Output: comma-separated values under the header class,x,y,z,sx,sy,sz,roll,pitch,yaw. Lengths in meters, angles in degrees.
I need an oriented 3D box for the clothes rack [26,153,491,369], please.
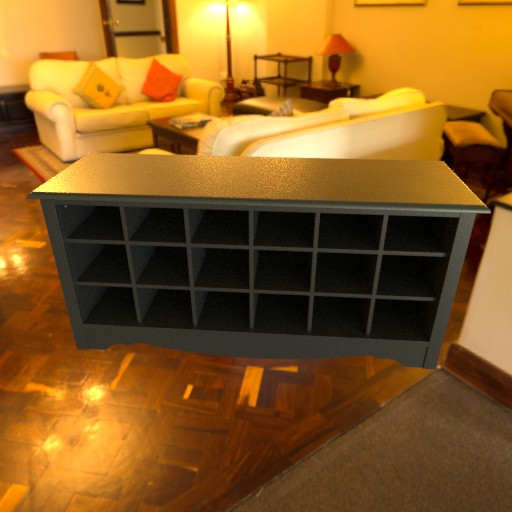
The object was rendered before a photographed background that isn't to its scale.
class,x,y,z,sx,sy,sz,roll,pitch,yaw
clothes rack,0.000,0.000,1.464,1.219,0.556,0.406,2,29,4
